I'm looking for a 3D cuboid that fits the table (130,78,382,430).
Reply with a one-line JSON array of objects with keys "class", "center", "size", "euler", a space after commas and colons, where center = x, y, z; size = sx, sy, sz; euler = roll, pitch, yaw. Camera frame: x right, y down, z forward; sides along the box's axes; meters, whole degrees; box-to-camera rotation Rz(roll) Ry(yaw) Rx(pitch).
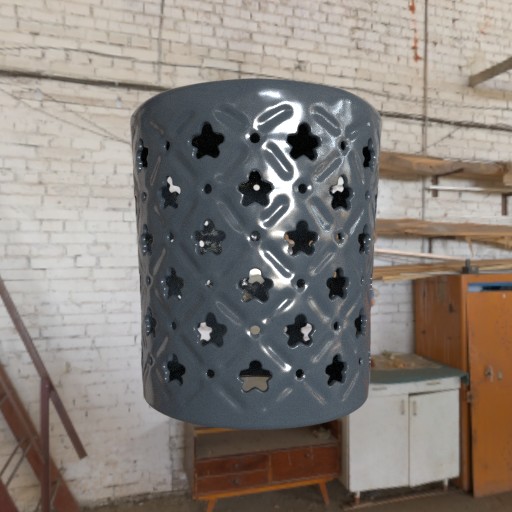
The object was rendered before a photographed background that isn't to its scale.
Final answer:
[{"class": "table", "center": [0.000, 0.000, 0.642], "size": [0.352, 0.387, 0.352], "euler": [0, 0, 0]}]
